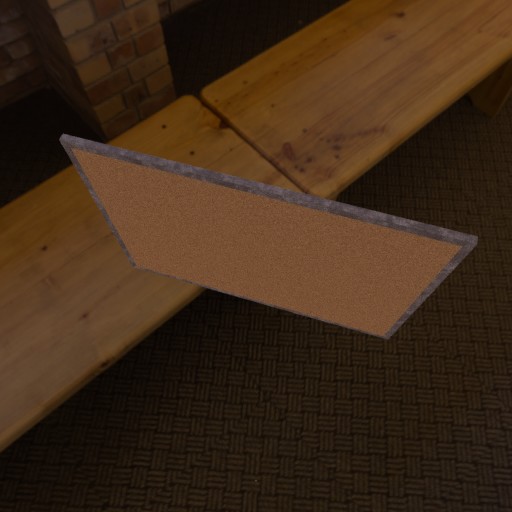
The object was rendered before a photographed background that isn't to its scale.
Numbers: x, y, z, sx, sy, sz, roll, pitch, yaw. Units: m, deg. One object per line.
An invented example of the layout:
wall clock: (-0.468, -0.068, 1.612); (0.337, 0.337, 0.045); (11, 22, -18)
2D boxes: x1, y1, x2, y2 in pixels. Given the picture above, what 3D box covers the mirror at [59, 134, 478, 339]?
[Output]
mirror: (0.000, 0.000, 1.481); (1.101, 0.795, 0.022); (15, 64, 8)
